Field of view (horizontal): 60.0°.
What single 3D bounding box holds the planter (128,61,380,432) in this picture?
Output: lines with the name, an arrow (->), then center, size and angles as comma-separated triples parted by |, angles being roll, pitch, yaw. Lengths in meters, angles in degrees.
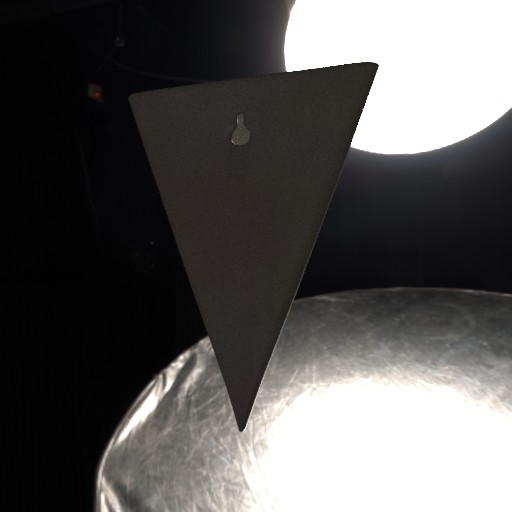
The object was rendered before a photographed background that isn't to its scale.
planter -> 0.000, 0.000, 0.273 | 0.150, 0.197, 0.060 | 0, -1, 18
